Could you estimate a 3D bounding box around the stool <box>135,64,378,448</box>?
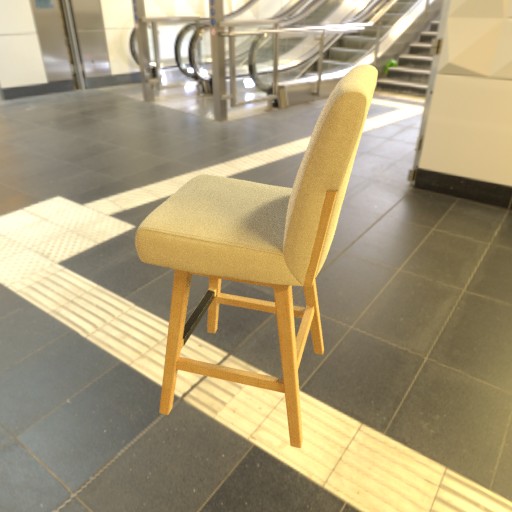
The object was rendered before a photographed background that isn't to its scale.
[{"bbox_3d":[0.000,0.000,1.290,0.543,1.015,0.446,8,31,14],"label":"stool"}]
